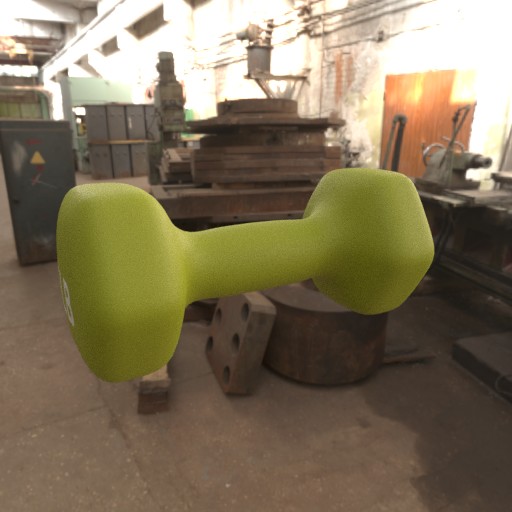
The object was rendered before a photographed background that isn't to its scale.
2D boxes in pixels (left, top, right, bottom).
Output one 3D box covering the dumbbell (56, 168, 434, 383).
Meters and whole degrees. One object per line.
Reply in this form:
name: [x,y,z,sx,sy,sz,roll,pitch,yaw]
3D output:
dumbbell: [0.000,0.000,0.202,0.164,0.072,0.080,-9,19,-27]
